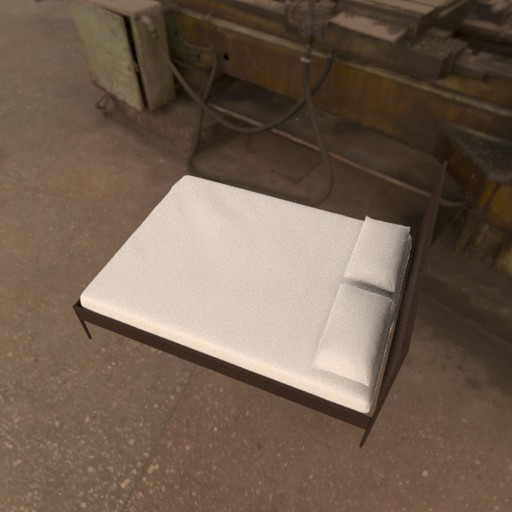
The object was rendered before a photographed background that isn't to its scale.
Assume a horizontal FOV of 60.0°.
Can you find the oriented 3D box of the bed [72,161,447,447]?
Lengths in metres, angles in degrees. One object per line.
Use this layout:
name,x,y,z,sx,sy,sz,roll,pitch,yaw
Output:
bed,0.000,0.000,3.170,2.122,1.173,1.572,17,49,15
